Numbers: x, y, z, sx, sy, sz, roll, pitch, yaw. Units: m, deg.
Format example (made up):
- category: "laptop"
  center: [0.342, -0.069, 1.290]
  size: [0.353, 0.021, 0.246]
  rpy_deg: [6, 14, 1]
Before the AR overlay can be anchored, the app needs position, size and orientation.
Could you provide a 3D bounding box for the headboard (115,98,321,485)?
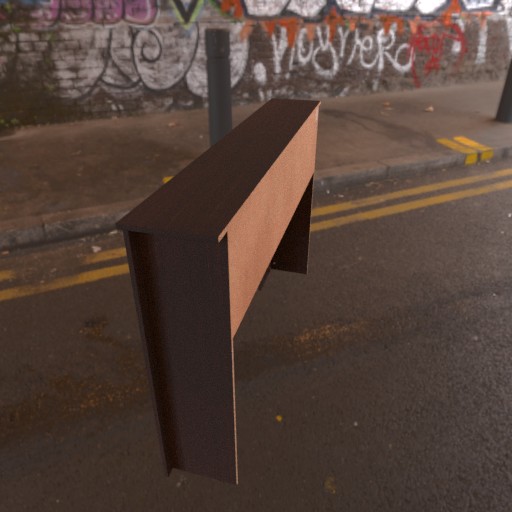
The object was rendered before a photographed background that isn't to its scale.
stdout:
- category: "headboard"
  center: [0.000, 0.000, 2.067]
  size: [0.279, 1.092, 1.671]
  rpy_deg: [8, 31, 13]
